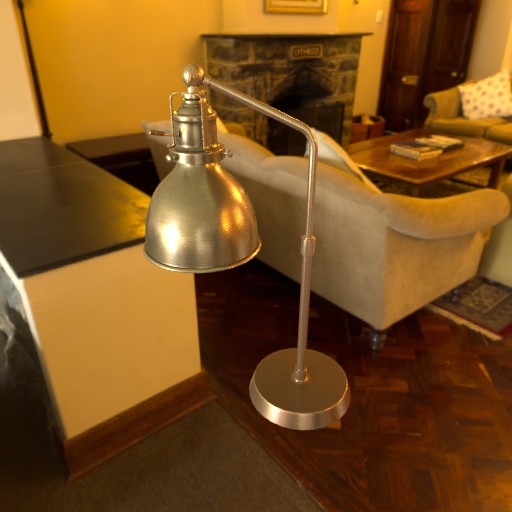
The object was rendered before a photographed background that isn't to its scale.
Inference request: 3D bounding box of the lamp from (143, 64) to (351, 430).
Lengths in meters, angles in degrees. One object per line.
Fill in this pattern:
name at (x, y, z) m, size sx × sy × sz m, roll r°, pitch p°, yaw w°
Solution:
lamp at (0.000, 0.000, 0.572) m, size 0.286 × 0.456 × 0.153 m, roll 1°, pitch 27°, yaw 2°
